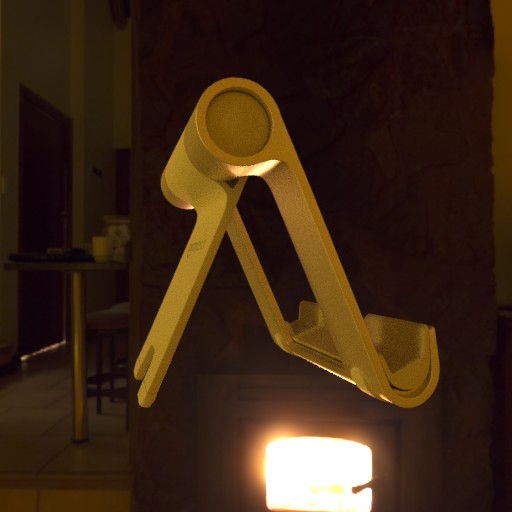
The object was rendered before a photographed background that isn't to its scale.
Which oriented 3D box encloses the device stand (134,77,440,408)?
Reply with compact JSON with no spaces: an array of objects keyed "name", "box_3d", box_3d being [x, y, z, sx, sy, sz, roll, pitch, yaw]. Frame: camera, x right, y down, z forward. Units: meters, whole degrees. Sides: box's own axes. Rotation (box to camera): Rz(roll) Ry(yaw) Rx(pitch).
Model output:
[{"name":"device stand","box_3d":[0.000,0.000,0.151,0.079,0.084,0.086,0,-1,-17]}]
